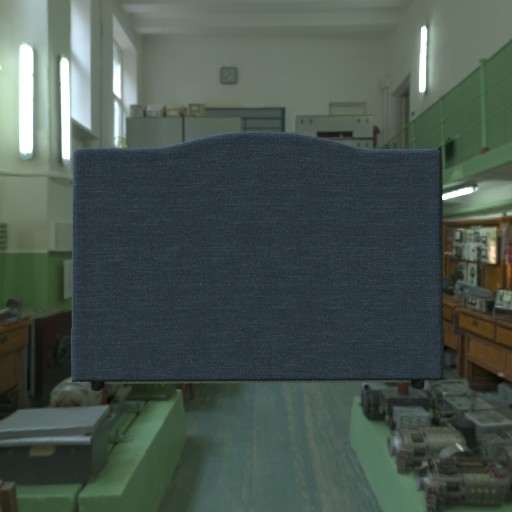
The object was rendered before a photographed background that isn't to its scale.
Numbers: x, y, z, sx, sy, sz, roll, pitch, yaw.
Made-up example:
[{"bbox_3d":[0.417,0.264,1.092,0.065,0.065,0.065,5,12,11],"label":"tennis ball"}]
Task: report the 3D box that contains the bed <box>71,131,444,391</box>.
[{"bbox_3d":[0.000,0.000,3.799,2.161,1.457,2.689,0,1,-1],"label":"bed"}]
